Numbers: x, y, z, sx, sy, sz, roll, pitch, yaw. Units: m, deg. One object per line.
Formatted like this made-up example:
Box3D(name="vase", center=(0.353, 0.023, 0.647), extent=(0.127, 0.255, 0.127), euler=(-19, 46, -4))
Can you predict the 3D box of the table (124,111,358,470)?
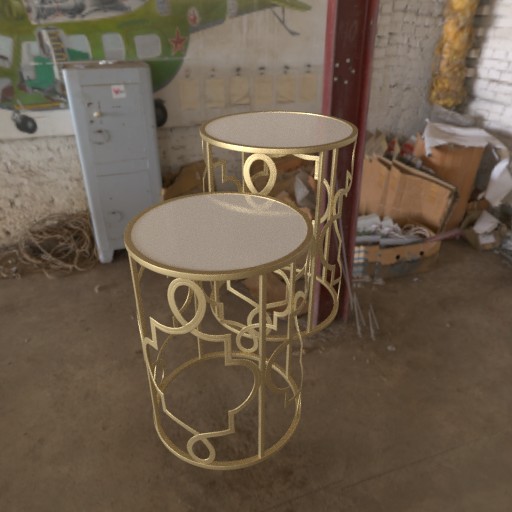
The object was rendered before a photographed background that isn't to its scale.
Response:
Box3D(name="table", center=(0.000, 0.000, 1.150), extent=(0.420, 0.564, 0.846), euler=(8, 31, 14))
